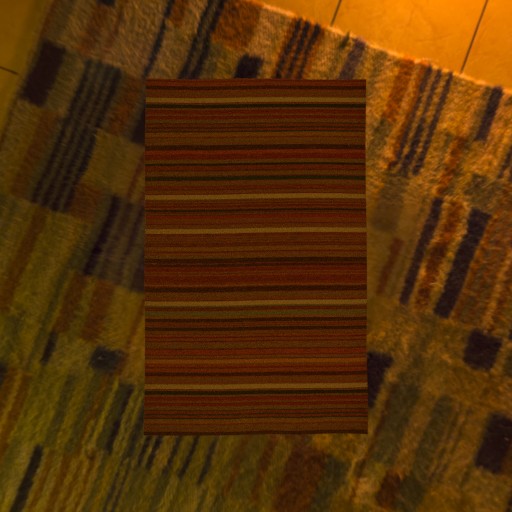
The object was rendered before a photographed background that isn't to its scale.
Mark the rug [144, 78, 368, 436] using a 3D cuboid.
[{"bbox_3d":[0.000,0.000,3.027,1.523,0.008,2.438,0,89,0],"label":"rug"}]
